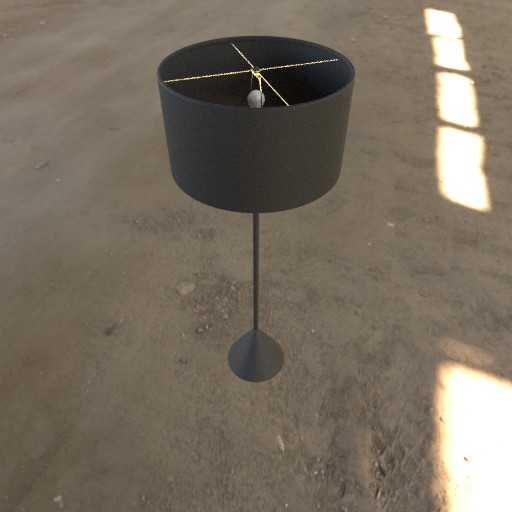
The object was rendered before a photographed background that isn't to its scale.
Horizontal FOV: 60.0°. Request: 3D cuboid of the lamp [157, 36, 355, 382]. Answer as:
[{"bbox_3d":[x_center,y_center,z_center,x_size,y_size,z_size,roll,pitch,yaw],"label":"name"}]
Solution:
[{"bbox_3d":[0.000,0.000,1.825,0.580,1.526,0.580,-13,44,-14],"label":"lamp"}]
